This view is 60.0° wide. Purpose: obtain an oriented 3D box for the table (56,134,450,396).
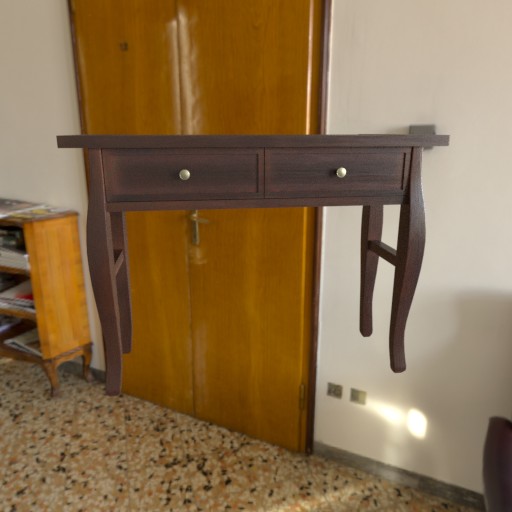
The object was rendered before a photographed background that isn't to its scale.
[{"bbox_3d":[0.000,0.000,1.455,1.062,0.768,0.373,-2,16,-8],"label":"table"}]
